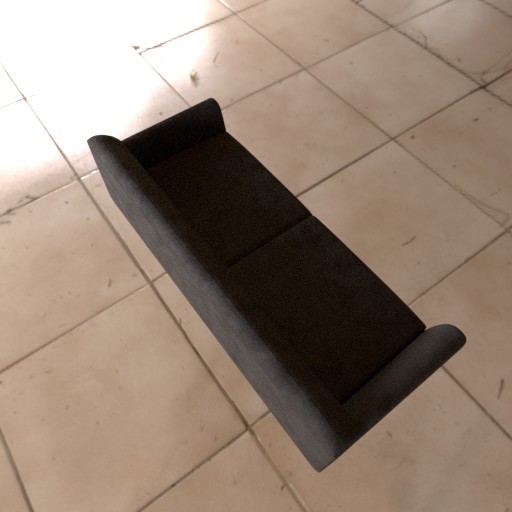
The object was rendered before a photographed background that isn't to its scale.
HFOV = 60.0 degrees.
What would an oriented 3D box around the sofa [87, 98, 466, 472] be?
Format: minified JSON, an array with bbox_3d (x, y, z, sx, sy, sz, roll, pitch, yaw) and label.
[{"bbox_3d":[0.000,0.000,2.602,0.900,0.740,2.190,-33,64,-18],"label":"sofa"}]
